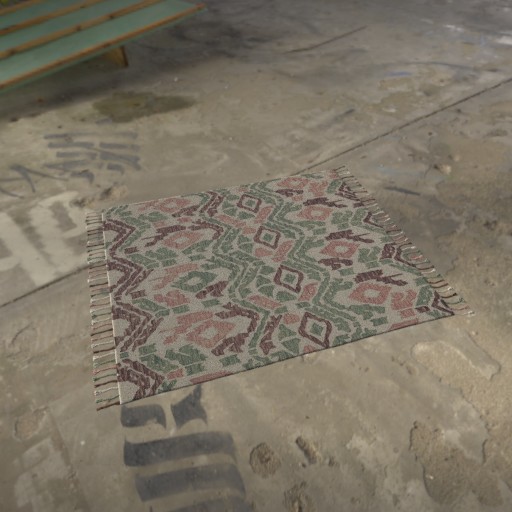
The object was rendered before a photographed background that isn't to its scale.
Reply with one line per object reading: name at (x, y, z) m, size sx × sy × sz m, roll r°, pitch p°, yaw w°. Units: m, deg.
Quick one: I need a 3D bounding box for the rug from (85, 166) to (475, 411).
rug at (0.000, 0.000, 4.175) m, size 3.048 × 0.010 × 2.438 m, roll -12°, pitch 44°, yaw -13°
